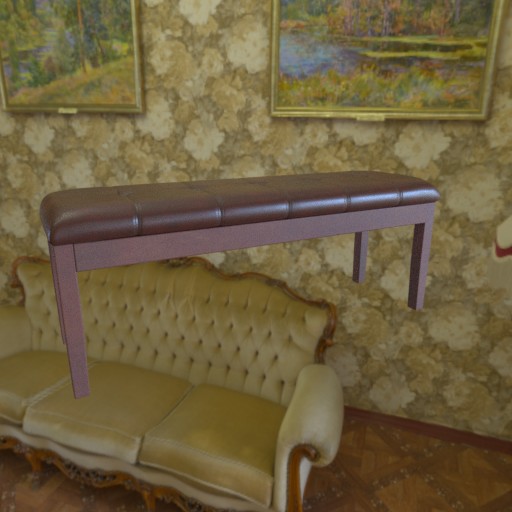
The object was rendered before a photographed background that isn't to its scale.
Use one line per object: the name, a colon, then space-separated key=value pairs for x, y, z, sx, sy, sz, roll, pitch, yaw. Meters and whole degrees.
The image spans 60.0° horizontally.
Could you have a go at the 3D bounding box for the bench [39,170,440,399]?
bench: x=0.000 y=0.000 z=1.482 sx=1.259 sy=0.491 sz=0.401 roll=-9 pitch=19 yaw=-26
